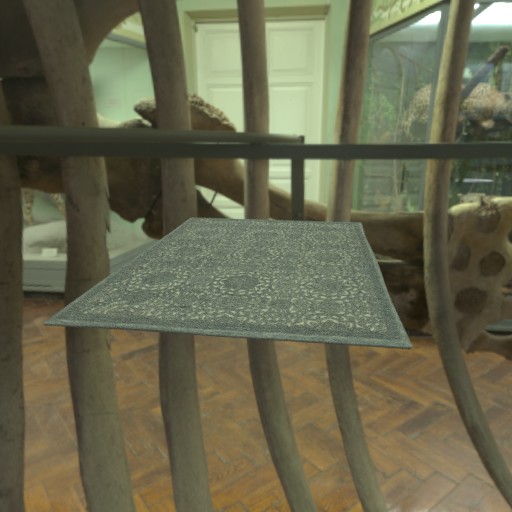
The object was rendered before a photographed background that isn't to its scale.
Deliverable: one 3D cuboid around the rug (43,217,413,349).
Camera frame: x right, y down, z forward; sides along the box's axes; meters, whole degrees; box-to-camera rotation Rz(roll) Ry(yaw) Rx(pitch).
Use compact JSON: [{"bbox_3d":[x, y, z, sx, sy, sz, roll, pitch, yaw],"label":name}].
[{"bbox_3d":[0.000,0.000,2.298,1.224,0.016,1.830,2,17,8],"label":"rug"}]
